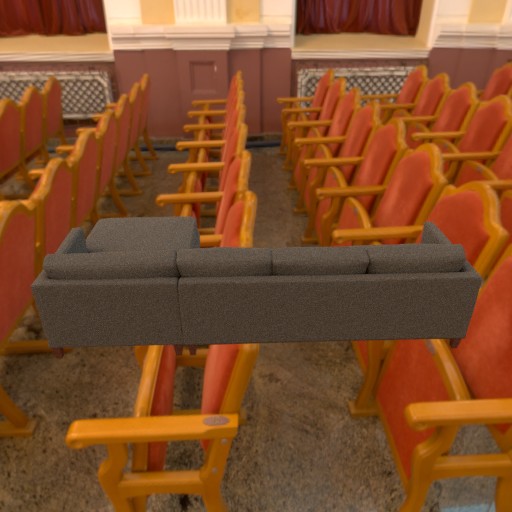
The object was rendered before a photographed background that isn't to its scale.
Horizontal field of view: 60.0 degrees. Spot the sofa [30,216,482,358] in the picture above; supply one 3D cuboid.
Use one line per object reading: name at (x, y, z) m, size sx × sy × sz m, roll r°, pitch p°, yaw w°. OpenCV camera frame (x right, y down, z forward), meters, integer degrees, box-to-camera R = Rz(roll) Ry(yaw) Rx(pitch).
sofa at (0.000, 0.000, 3.912) m, size 3.186 × 0.846 × 1.625 m, roll -1°, pitch 30°, yaw -2°
